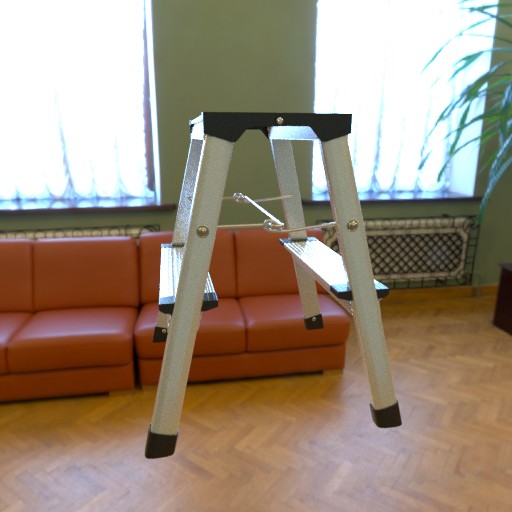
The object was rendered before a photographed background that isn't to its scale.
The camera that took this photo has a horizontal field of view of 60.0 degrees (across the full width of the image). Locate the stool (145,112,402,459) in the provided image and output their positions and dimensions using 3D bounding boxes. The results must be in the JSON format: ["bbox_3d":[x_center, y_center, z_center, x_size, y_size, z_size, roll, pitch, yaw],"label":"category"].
[{"bbox_3d":[0.000,0.000,0.802,0.405,0.480,0.404,-3,15,-11],"label":"stool"}]
